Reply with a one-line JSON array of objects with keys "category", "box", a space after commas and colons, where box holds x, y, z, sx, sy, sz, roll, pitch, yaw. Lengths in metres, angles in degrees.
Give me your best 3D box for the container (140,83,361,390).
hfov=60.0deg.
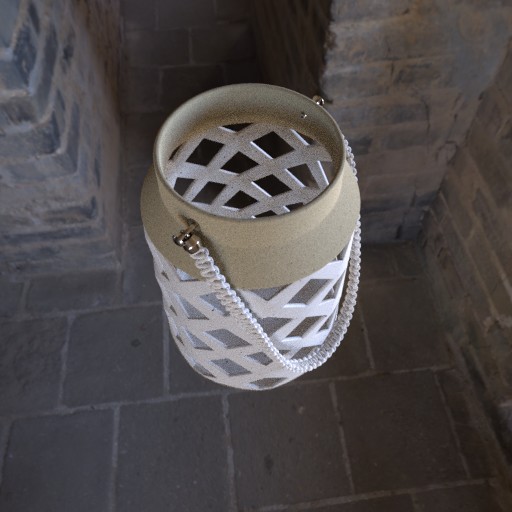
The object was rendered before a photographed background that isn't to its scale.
[{"category": "container", "box": [0.000, 0.000, 0.398, 0.198, 0.264, 0.188, 32, 64, 18]}]
